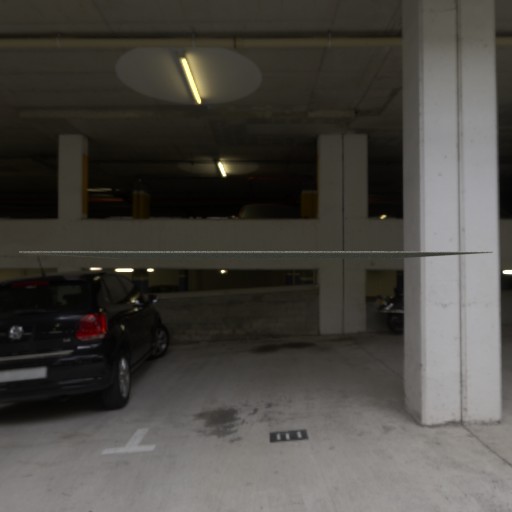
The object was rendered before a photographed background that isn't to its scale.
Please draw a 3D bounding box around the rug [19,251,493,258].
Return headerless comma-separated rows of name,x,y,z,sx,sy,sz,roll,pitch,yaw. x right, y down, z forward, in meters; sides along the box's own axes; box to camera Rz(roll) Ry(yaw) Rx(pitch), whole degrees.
rug,0.000,0.000,2.890,2.289,0.006,1.523,0,-1,0
